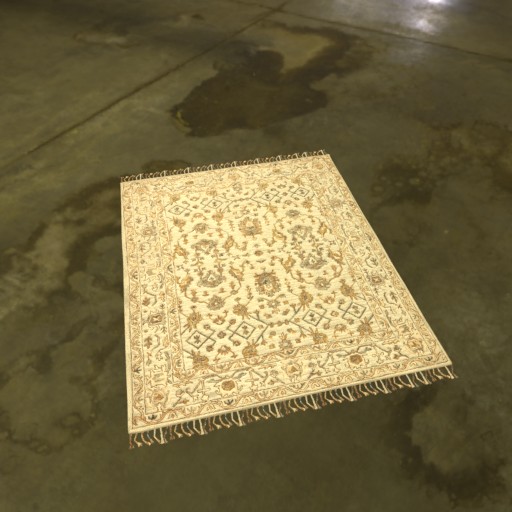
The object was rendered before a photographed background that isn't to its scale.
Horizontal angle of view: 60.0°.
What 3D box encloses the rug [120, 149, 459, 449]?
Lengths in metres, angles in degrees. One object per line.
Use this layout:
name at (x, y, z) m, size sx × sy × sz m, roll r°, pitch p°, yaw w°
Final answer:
rug at (0.000, 0.000, 4.118) m, size 2.426 × 0.034 × 3.061 m, roll -9°, pitch 48°, yaw -9°
